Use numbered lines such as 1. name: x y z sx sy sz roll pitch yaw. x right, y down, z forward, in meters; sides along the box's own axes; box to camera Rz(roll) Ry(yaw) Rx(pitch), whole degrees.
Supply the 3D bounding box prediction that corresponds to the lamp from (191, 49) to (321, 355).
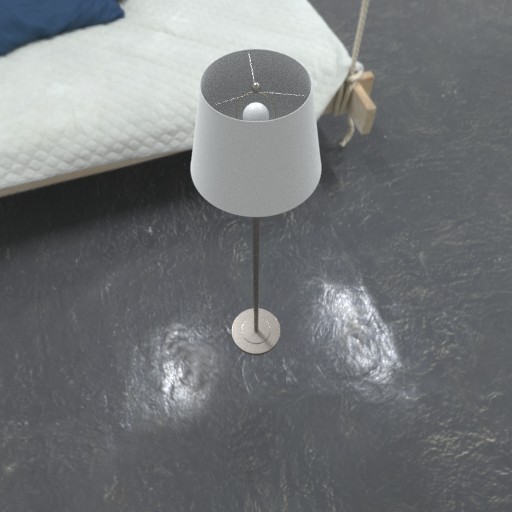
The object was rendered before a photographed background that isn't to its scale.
1. lamp: 0.000 0.000 1.615 0.355 1.473 0.355 0 58 0
